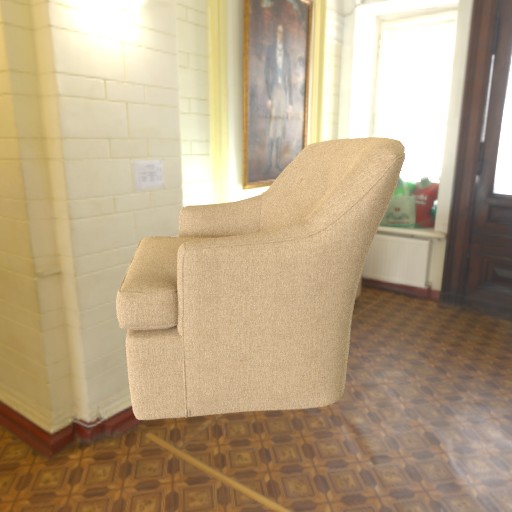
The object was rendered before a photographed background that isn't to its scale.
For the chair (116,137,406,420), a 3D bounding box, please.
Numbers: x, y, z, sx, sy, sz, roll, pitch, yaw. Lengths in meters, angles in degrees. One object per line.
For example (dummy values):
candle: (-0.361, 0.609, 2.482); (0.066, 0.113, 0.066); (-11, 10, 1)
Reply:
chair: (0.000, 0.000, 1.651); (0.923, 0.856, 0.864); (-2, 14, -9)
